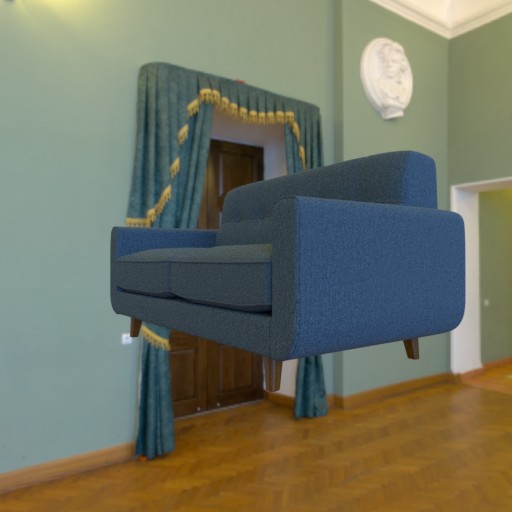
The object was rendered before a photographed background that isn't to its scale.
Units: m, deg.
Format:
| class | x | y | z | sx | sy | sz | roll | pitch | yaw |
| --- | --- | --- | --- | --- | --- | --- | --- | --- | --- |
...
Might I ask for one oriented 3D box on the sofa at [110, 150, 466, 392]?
| class | x | y | z | sx | sy | sz | roll | pitch | yaw |
| --- | --- | --- | --- | --- | --- | --- | --- | --- | --- |
| sofa | 0.000 | 0.000 | 2.199 | 0.942 | 0.896 | 1.651 | 0 | 0 | -36 |
